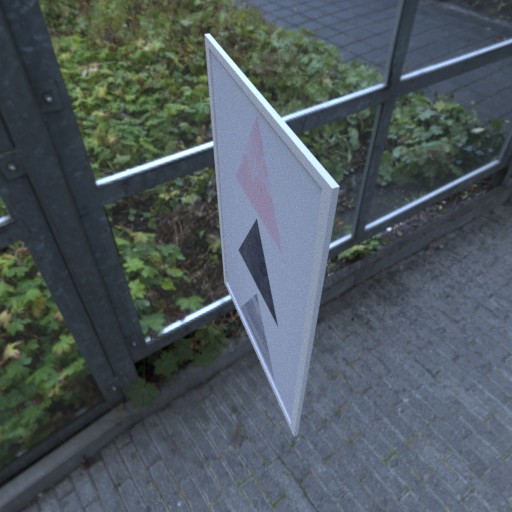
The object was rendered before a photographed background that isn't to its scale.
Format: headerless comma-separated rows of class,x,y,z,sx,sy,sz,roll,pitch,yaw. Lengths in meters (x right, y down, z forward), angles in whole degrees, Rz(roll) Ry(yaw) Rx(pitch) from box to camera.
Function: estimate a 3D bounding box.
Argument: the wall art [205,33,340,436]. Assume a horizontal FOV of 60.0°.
wall art,0.000,0.000,1.218,0.013,0.940,0.659,-16,48,-15
